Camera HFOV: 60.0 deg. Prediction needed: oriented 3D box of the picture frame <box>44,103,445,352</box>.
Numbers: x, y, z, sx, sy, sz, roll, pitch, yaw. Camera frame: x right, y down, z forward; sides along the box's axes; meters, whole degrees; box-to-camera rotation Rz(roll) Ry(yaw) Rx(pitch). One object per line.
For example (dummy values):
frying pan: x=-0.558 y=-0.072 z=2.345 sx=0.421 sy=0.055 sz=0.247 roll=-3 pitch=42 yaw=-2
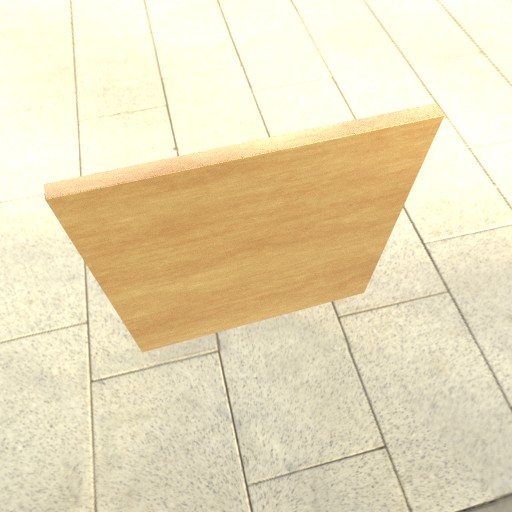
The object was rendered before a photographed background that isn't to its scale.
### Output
picture frame: x=0.000 y=0.000 z=1.142 sx=0.758 sy=0.761 sz=0.037 roll=-14 pitch=59 yaw=-8
